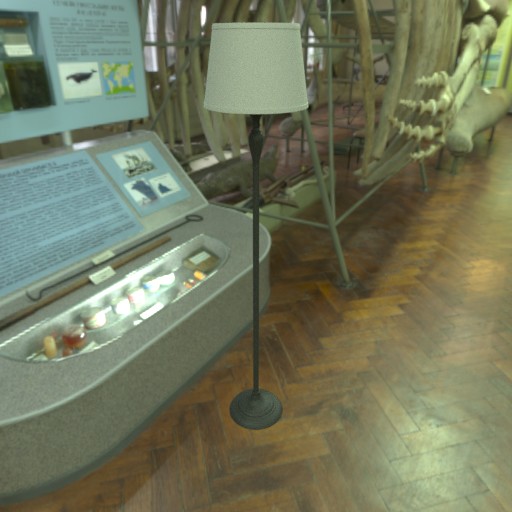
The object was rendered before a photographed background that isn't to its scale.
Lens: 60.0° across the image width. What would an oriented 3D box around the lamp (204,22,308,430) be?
[{"bbox_3d":[0.000,0.000,1.623,0.327,1.506,0.327,0,26,1],"label":"lamp"}]
